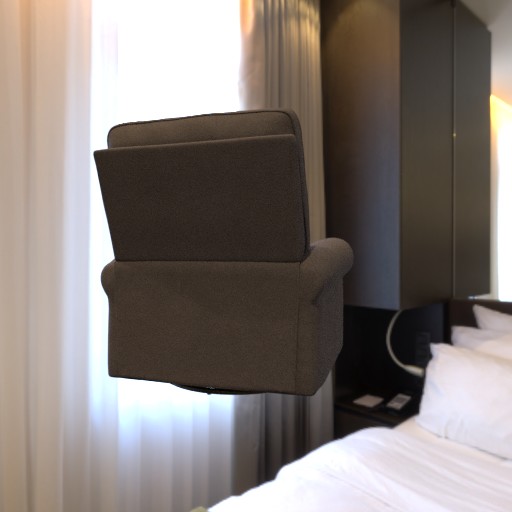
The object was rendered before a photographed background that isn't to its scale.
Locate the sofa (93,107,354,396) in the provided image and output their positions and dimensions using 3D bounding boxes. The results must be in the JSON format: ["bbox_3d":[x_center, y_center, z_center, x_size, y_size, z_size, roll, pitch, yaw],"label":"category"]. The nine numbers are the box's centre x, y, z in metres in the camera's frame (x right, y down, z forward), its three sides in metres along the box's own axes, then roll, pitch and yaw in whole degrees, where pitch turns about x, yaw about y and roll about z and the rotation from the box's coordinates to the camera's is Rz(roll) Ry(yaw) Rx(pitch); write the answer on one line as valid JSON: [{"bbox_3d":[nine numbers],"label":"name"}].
[{"bbox_3d":[0.000,0.000,2.061,0.880,0.959,1.478,0,0,17],"label":"sofa"}]
